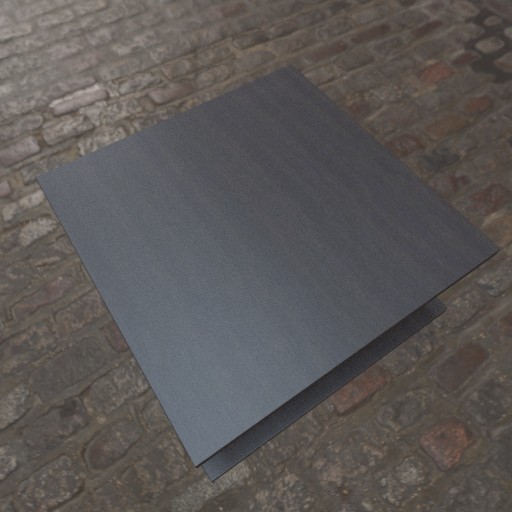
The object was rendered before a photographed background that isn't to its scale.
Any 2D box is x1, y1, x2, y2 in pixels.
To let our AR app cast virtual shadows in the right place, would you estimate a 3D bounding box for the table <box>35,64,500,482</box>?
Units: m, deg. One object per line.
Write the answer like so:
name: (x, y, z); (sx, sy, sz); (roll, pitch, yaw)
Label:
table: (0.000, 0.000, 1.178); (0.762, 0.396, 0.762); (-30, 63, -17)
